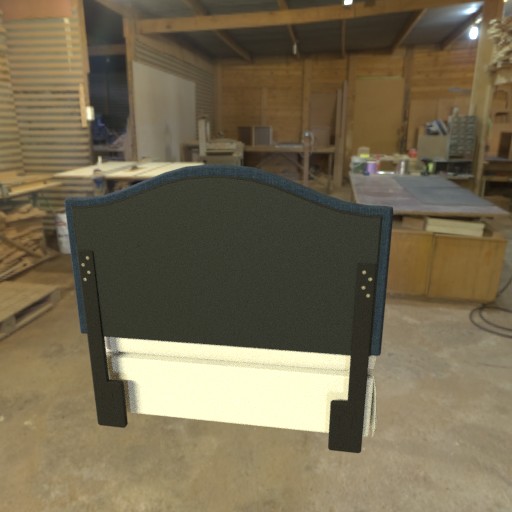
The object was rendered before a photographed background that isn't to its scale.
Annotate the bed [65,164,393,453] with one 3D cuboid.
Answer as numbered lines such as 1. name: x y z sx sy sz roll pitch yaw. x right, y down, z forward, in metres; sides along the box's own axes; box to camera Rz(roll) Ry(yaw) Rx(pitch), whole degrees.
1. bed: 0.000 0.000 3.299 1.713 1.518 2.153 3 17 9
